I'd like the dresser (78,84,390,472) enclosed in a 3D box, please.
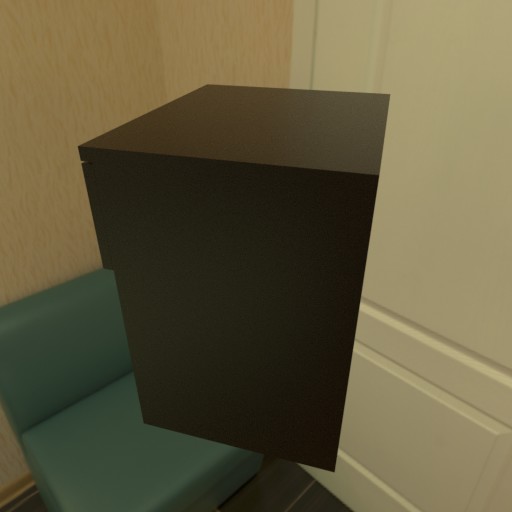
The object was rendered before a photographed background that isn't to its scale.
[{"bbox_3d":[0.000,0.000,0.751,0.360,0.470,0.400,8,32,14],"label":"dresser"}]
